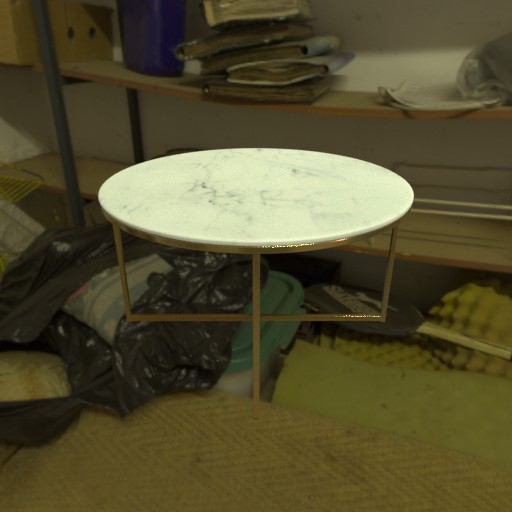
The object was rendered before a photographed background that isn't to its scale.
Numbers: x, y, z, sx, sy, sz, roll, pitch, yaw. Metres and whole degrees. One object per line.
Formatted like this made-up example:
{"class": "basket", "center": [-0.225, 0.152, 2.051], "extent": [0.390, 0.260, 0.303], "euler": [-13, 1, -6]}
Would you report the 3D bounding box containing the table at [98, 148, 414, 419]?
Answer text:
{"class": "table", "center": [0.000, 0.000, 1.275], "extent": [0.800, 0.450, 0.800], "euler": [0, 26, 0]}
